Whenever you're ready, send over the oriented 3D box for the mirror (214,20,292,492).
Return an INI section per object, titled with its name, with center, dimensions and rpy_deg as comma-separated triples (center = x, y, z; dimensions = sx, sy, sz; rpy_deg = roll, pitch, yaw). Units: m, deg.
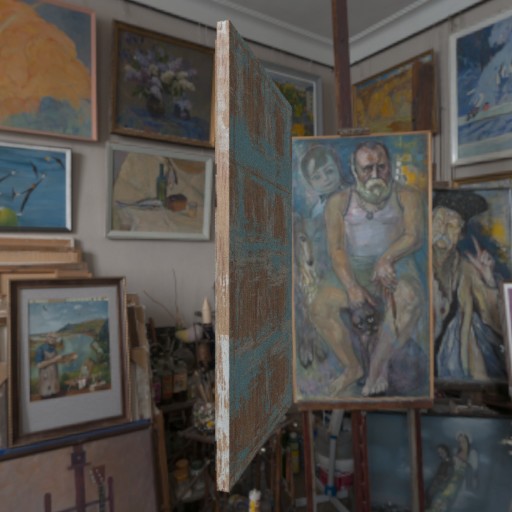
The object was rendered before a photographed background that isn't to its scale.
[mirror]
center = 0.000, 0.000, 1.487
dimensions = 0.083, 1.213, 0.707
rpy_deg = 0, 0, 18
